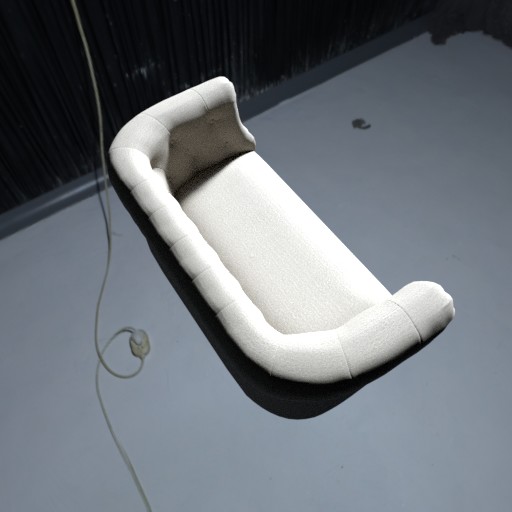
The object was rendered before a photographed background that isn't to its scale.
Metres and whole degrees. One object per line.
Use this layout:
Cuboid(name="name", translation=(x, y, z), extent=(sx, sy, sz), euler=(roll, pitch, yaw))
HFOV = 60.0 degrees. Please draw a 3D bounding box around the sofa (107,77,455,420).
Cuboid(name="sofa", translation=(0.000, 0.000, 2.045), extent=(0.835, 0.827, 1.558), euler=(-30, 62, -18))
